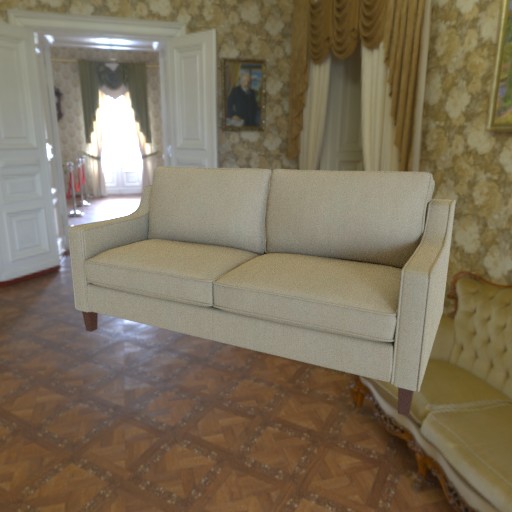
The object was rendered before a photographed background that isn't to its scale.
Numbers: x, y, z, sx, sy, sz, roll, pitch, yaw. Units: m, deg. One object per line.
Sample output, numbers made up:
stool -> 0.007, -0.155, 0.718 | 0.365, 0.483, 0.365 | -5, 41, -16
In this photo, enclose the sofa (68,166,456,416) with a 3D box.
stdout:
sofa -> 0.000, 0.000, 2.798 | 2.178, 1.071, 1.066 | 7, 16, 26
